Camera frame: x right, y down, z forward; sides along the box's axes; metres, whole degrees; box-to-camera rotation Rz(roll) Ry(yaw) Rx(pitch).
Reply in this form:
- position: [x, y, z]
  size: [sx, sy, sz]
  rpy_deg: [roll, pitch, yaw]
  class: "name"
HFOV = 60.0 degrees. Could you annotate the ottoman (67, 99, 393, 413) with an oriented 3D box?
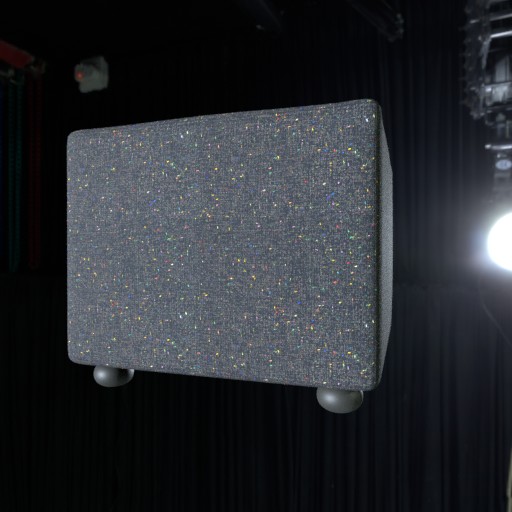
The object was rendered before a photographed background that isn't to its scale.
- position: [0.000, 0.000, 0.871]
  size: [0.508, 0.432, 0.508]
  rpy_deg: [0, 0, 19]
  class: "ottoman"
